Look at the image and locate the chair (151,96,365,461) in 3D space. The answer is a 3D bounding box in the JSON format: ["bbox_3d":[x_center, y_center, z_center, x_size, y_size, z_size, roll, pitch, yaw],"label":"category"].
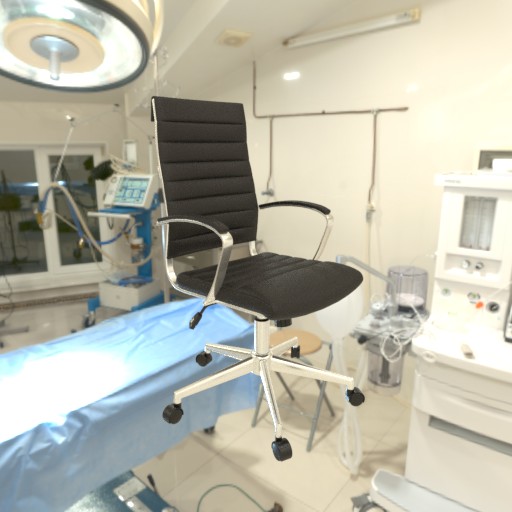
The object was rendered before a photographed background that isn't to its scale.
[{"bbox_3d":[0.000,0.000,1.665,0.766,1.149,0.739,-14,20,-43],"label":"chair"}]
